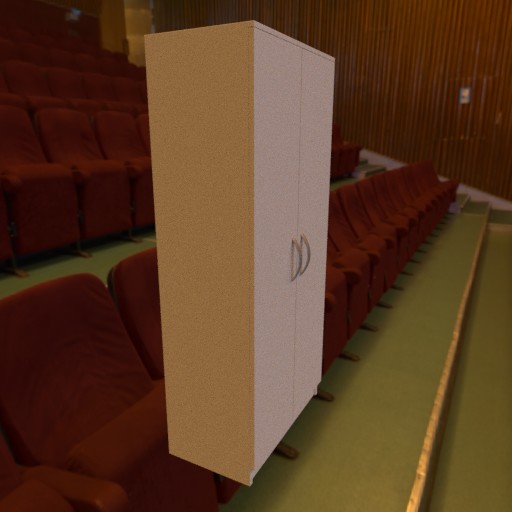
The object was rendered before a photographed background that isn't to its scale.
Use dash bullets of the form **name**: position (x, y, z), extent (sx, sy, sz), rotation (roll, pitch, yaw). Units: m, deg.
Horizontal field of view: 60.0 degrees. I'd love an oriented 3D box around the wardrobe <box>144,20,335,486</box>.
- **wardrobe**: position (0.000, 0.000, 1.968), extent (0.470, 1.700, 0.760), rotation (8, 17, 27)
